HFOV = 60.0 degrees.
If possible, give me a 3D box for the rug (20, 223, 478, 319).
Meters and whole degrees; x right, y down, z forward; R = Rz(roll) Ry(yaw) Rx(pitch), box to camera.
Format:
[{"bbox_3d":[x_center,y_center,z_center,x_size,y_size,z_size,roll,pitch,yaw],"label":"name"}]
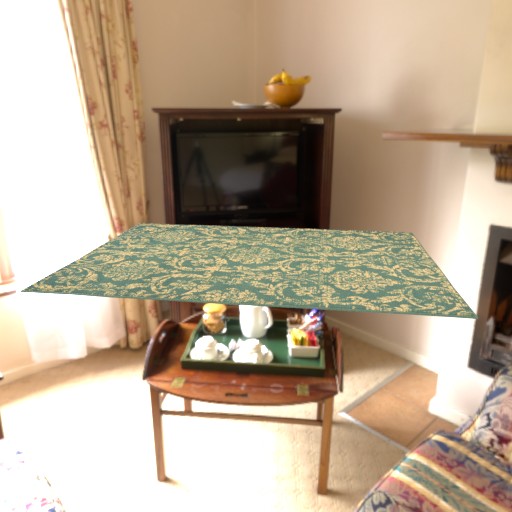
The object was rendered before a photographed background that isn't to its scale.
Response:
[{"bbox_3d":[0.000,0.000,2.834,2.205,0.012,1.554,2,17,8],"label":"rug"}]
